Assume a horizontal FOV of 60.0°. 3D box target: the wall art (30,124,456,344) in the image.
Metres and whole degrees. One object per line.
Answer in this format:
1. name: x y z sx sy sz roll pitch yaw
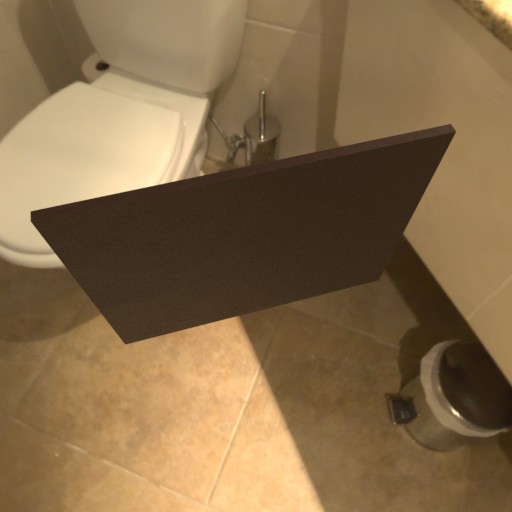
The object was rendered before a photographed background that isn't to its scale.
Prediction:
1. wall art: 0.000 0.000 1.635 1.207 0.952 0.034 -13 61 -8
